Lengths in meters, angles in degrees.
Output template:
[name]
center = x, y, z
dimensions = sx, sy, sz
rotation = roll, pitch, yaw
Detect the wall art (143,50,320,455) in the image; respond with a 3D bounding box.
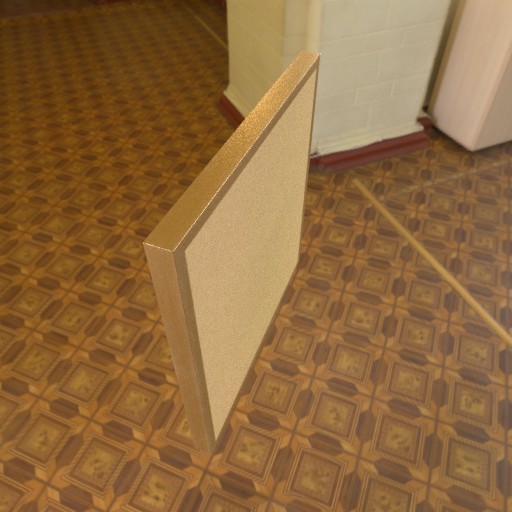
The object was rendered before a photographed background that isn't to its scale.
[wall art]
center = 0.000, 0.000, 0.770
dimensions = 0.033, 0.509, 0.510
rotation = 16, 48, 15
